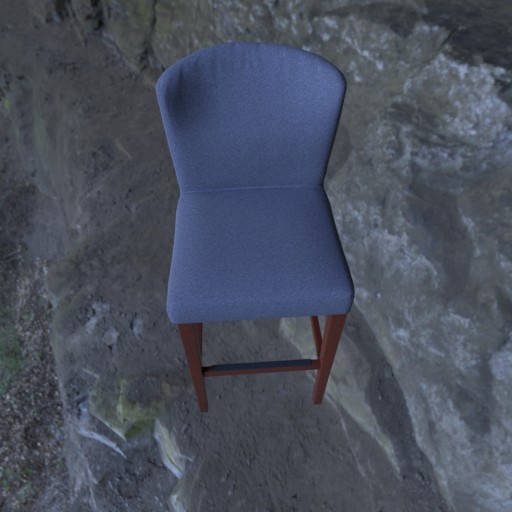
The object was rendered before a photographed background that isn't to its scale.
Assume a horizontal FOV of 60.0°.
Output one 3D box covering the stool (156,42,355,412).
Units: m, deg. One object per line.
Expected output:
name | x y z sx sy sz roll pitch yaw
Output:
stool | 0.000 0.000 1.367 0.481 1.069 0.568 -3 48 -3
